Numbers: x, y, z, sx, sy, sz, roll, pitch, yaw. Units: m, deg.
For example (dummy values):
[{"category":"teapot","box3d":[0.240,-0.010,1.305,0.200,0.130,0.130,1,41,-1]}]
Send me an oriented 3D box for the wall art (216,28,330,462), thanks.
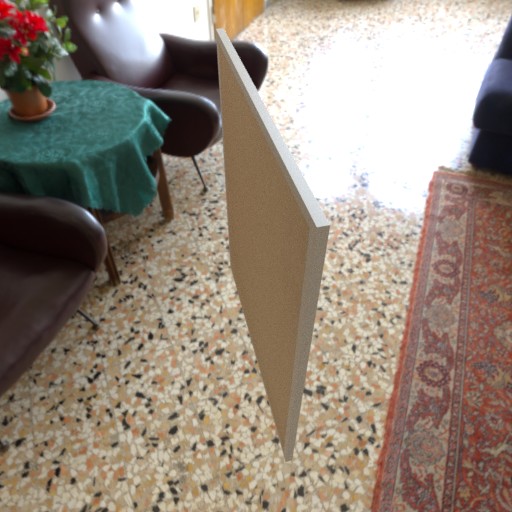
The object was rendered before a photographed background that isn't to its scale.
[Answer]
[{"category":"wall art","box3d":[0.000,0.000,0.742,0.012,0.557,0.482,-10,47,-10]}]
